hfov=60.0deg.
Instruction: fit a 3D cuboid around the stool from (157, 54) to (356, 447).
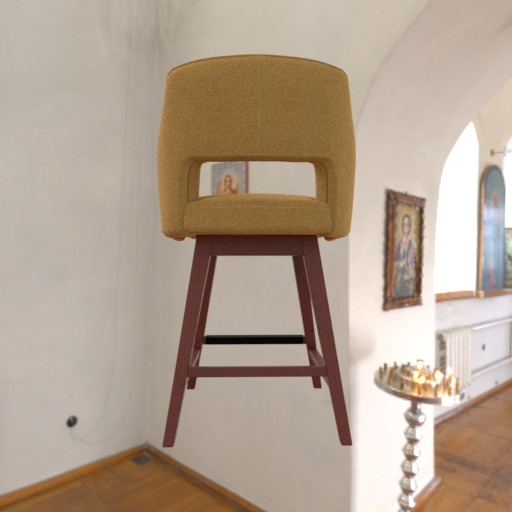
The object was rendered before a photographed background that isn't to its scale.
[{"bbox_3d":[0.000,0.000,1.274,0.548,0.924,0.558,0,1,-1],"label":"stool"}]
